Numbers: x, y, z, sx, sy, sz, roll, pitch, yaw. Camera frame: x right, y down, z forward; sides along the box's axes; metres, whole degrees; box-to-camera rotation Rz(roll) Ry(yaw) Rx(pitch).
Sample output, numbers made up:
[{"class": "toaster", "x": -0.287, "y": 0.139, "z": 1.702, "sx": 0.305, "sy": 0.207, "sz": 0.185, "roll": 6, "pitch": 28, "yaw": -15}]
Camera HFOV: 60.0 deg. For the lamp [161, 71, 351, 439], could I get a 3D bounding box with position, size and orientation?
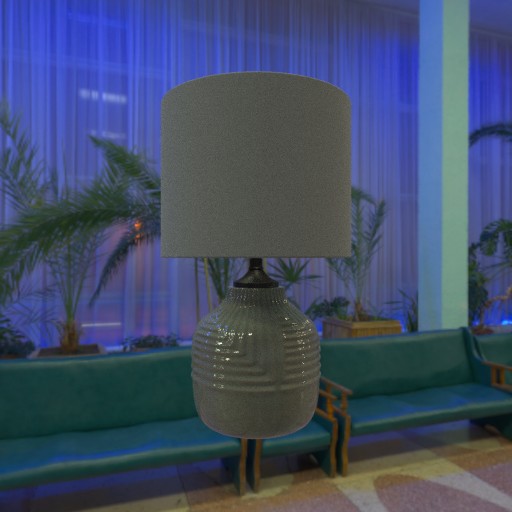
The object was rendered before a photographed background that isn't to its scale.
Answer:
[{"class": "lamp", "x": 0.000, "y": 0.000, "z": 0.757, "sx": 0.318, "sy": 0.567, "sz": 0.318, "roll": 0, "pitch": 0, "yaw": 0}]
